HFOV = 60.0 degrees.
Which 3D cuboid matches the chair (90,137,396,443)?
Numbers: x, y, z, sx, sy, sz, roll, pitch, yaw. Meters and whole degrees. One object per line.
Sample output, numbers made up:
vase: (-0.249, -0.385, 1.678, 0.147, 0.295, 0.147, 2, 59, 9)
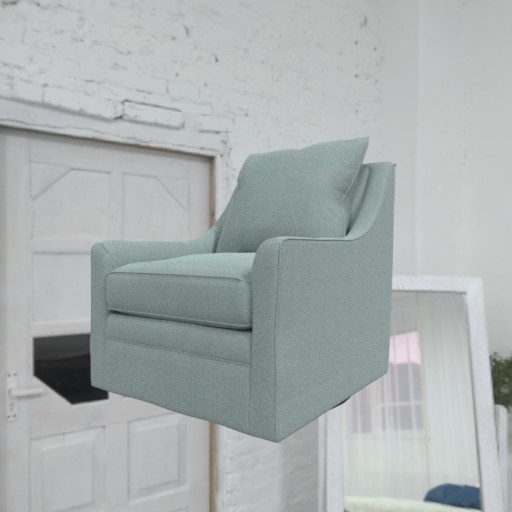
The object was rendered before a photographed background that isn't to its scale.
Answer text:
chair: (0.000, 0.000, 1.605, 0.760, 0.926, 0.870, 1, 1, 36)
